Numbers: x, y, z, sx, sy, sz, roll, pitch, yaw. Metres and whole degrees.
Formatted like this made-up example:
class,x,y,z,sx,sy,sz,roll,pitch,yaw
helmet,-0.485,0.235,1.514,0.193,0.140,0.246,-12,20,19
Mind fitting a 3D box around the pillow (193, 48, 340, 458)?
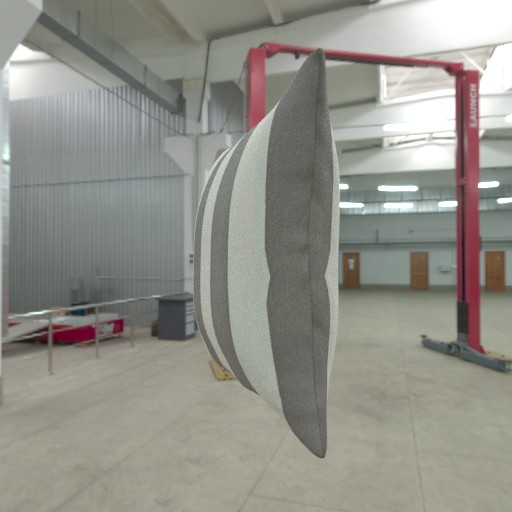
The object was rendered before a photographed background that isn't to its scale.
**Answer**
class,x,y,z,sx,sy,sz,roll,pitch,yaw
pillow,0.000,0.000,0.790,0.192,0.507,0.522,0,-1,-19
